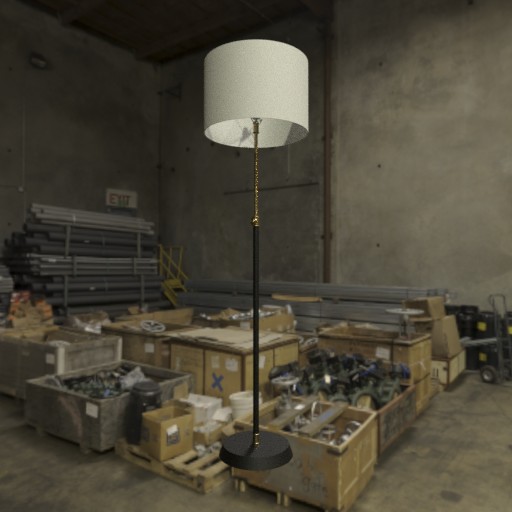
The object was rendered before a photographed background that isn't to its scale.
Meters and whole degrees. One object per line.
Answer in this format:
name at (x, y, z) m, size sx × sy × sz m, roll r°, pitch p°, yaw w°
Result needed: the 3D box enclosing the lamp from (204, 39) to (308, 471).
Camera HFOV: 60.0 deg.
lamp at (0.000, 0.000, 1.716) m, size 0.404 × 1.517 × 0.404 m, roll -1°, pitch -1°, yaw 37°
